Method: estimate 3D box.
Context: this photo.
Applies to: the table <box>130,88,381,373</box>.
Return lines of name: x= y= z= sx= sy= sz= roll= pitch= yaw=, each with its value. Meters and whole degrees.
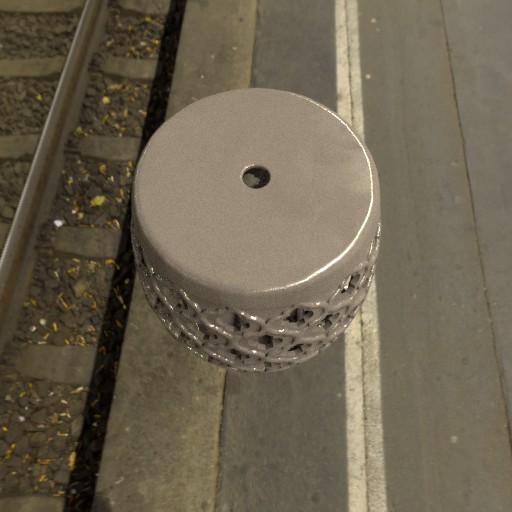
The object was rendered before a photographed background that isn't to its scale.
table: x=0.000 y=0.000 z=0.638 sx=0.325 sy=0.388 sz=0.325 roll=0 pitch=65 yaw=0
